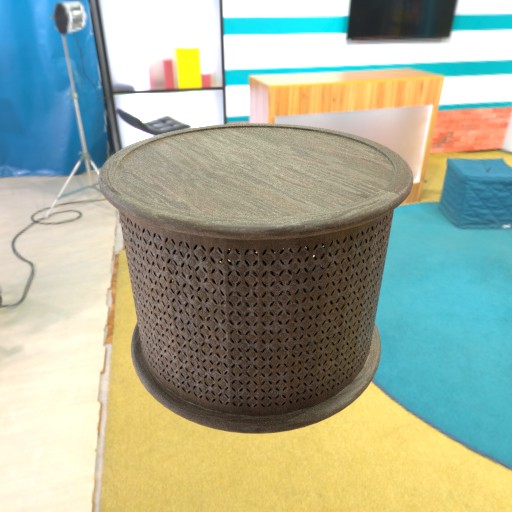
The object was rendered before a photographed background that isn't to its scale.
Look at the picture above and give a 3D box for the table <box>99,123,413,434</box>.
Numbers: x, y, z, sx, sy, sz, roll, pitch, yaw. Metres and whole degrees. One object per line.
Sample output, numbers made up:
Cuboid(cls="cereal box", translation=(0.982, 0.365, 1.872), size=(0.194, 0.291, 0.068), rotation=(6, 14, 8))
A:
Cuboid(cls="table", translation=(0.000, 0.000, 1.001), size=(0.607, 0.450, 0.607), rotation=(0, 30, 0))
